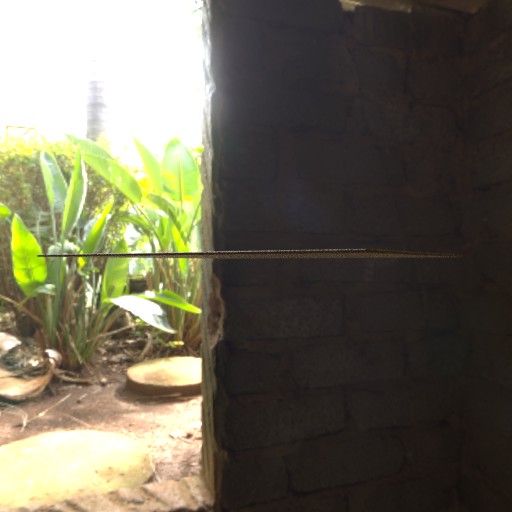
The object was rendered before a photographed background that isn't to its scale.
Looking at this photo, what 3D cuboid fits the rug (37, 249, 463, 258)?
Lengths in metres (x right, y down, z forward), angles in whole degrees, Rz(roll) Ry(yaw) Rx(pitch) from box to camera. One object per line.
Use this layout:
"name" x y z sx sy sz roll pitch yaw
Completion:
"rug" 0.000 0.000 4.034 3.039 0.019 2.420 -1 -1 35
